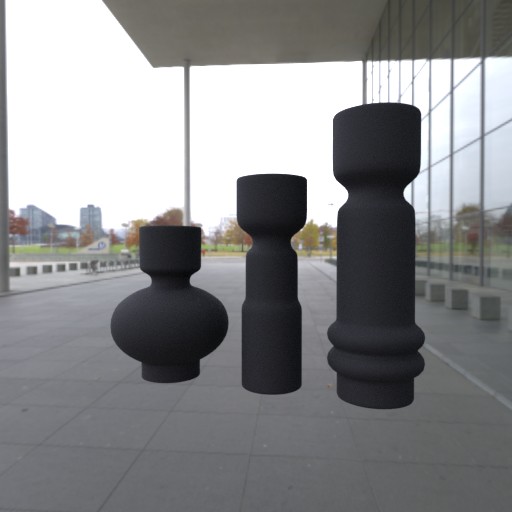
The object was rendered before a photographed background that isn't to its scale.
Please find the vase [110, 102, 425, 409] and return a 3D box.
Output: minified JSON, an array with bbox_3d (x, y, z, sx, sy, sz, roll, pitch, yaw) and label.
[{"bbox_3d":[0.000,0.000,0.428,0.307,0.249,0.120,0,1,19],"label":"vase"}]
